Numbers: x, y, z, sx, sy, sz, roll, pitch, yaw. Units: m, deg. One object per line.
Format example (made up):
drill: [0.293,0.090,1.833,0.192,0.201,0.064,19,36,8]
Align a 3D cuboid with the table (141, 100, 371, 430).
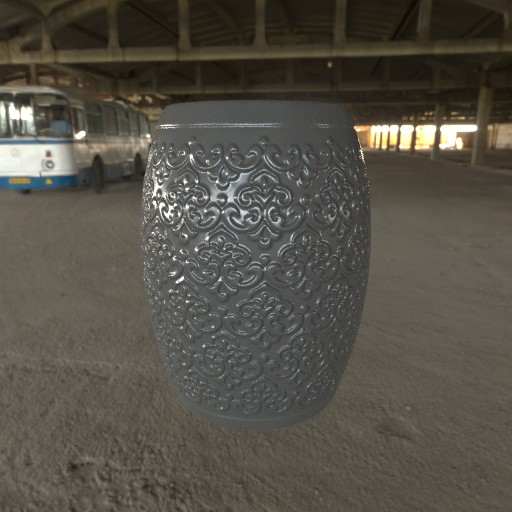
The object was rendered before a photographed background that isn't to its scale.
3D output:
table: [0.000,0.000,0.619,0.309,0.397,0.309,0,15,0]
